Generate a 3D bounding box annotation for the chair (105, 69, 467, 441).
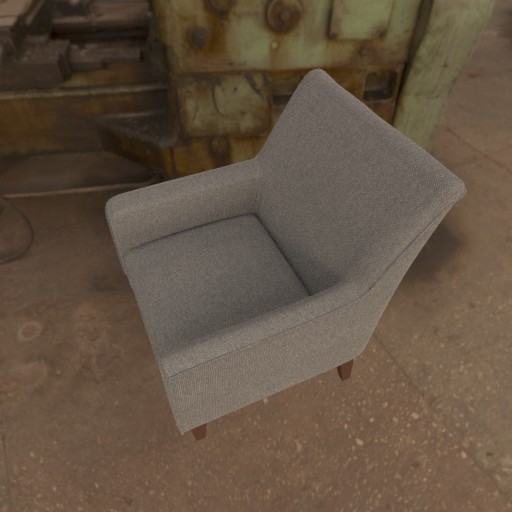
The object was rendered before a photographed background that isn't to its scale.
[{"bbox_3d":[0.000,0.000,1.587,0.899,0.919,0.780,-18,49,-16],"label":"chair"}]
